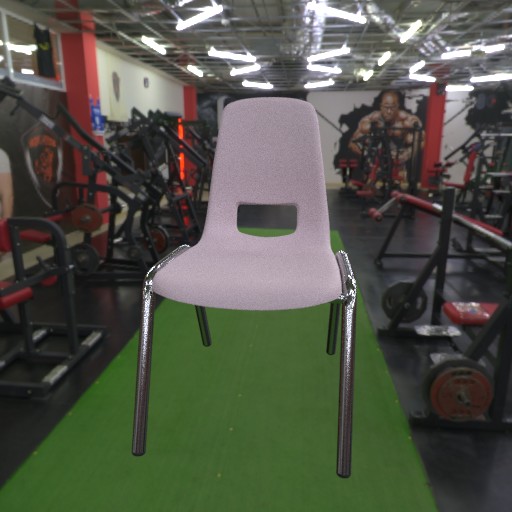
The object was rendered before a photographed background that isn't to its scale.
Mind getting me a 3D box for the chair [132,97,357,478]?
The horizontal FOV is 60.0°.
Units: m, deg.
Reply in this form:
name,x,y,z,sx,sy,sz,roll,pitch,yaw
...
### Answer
name,x,y,z,sx,sy,sz,roll,pitch,yaw
chair,0.000,0.000,0.823,0.354,0.586,0.423,2,15,8
